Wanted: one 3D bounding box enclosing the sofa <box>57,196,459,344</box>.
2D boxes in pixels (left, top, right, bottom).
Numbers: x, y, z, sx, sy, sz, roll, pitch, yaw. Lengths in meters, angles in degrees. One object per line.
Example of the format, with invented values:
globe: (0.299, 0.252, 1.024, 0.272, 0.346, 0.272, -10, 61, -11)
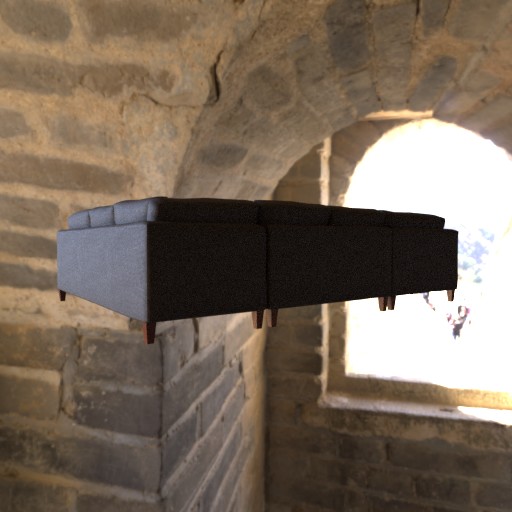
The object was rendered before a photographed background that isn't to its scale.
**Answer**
sofa: (0.000, 0.000, 4.693, 3.460, 0.961, 2.594, -1, 2, -35)
